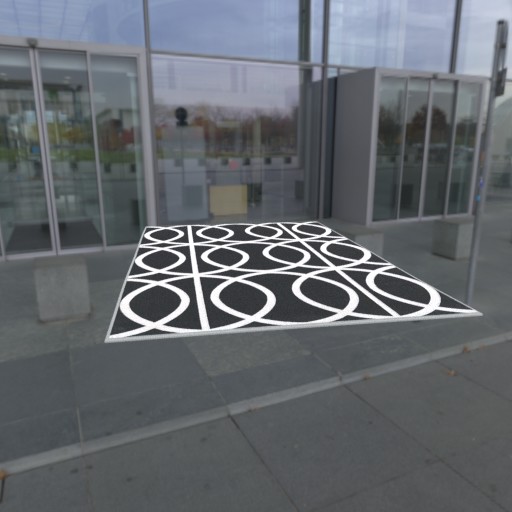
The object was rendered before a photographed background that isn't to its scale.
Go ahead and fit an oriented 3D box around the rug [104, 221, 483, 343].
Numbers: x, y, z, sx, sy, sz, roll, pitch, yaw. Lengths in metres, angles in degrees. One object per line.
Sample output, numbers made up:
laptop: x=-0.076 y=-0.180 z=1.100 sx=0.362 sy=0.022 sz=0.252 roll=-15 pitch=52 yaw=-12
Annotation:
rug: x=0.000 y=0.000 z=2.809 sx=1.526 sy=0.014 sz=2.290 roll=-2 pitch=14 yaw=-10
